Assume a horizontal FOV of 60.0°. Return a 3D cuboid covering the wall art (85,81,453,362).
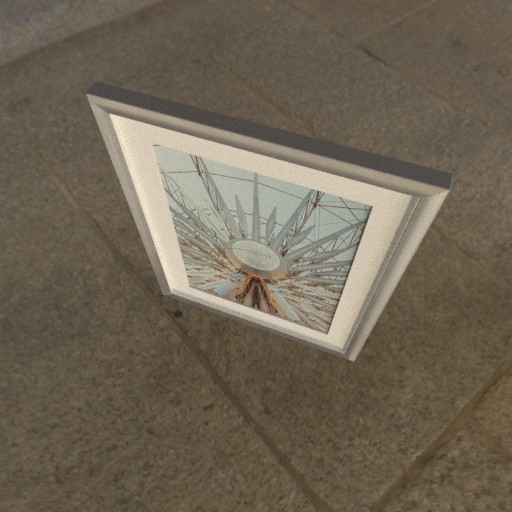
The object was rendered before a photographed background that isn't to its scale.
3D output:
[{"bbox_3d":[0.000,0.000,0.764,0.458,0.558,0.029,18,59,11],"label":"wall art"}]
